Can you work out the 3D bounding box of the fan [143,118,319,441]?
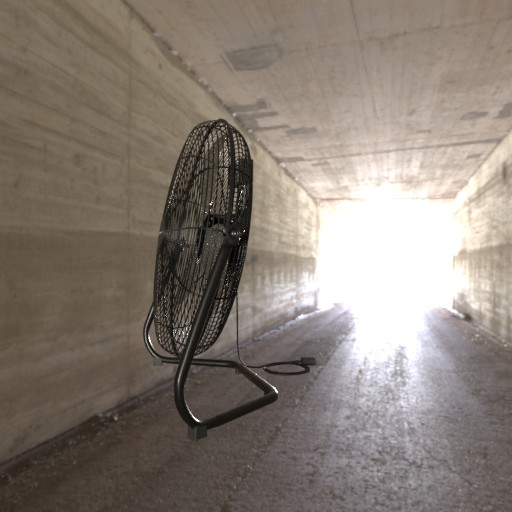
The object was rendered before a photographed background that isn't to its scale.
[{"bbox_3d":[0.000,0.000,1.046,0.470,0.605,0.595,0,-1,-19],"label":"fan"}]
